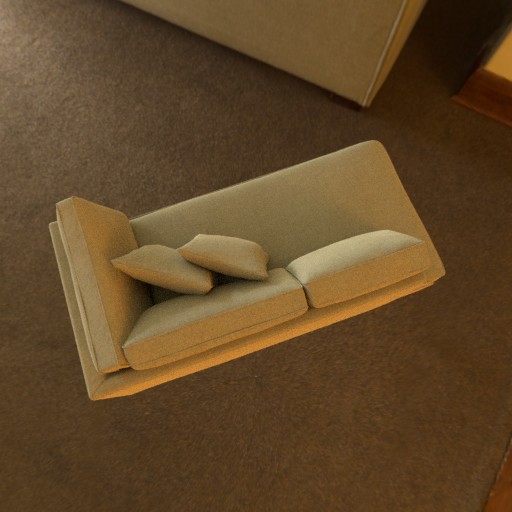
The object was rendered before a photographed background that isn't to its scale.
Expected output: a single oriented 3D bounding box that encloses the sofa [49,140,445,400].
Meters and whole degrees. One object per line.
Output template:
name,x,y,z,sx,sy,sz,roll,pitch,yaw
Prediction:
sofa,0.000,0.000,2.861,2.238,1.019,1.110,-19,76,-5
